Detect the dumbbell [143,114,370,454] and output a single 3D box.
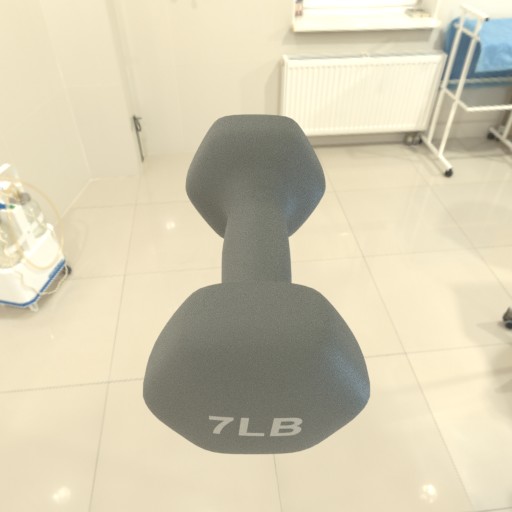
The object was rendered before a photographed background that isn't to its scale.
[{"bbox_3d":[0.000,0.000,0.228,0.090,0.081,0.184,0,42,0],"label":"dumbbell"}]
